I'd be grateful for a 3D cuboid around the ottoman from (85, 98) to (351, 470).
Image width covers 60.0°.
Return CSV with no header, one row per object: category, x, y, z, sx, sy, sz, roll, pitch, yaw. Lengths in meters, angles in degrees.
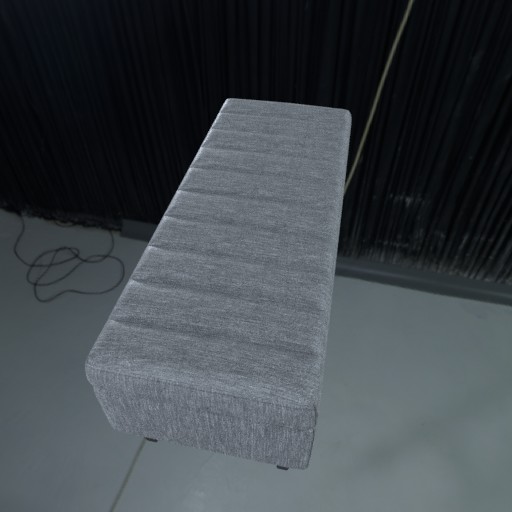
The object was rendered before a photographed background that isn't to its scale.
ottoman,0.000,0.000,1.372,0.482,0.469,1.151,8,46,8
